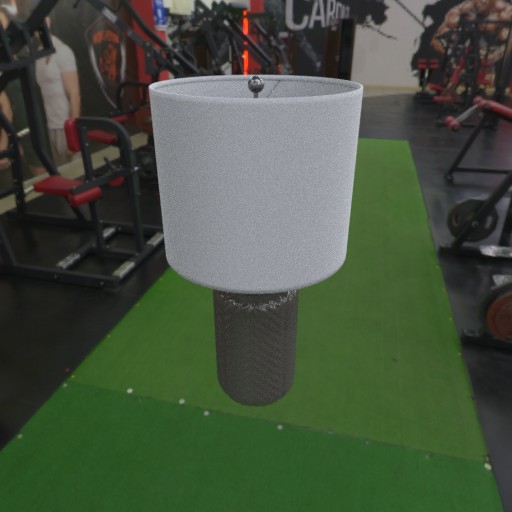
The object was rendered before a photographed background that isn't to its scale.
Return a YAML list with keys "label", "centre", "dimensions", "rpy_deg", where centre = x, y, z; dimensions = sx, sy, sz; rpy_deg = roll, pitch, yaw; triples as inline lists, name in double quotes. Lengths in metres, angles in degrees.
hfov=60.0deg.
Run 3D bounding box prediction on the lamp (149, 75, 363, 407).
- label: "lamp"
  centre: [0.000, 0.000, 0.514]
  dimensions: [0.203, 0.389, 0.203]
  rpy_deg: [8, 28, 15]
